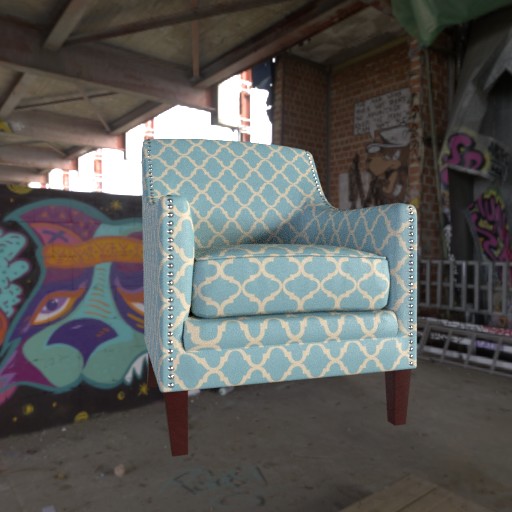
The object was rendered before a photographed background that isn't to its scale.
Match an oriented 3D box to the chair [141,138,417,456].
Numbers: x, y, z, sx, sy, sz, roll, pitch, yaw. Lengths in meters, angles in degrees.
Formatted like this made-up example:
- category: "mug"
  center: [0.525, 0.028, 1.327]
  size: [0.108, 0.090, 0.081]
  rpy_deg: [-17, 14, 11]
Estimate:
- category: "chair"
  center: [0.000, 0.000, 1.302]
  size: [0.617, 0.817, 0.686]
  rpy_deg: [0, 1, -17]
